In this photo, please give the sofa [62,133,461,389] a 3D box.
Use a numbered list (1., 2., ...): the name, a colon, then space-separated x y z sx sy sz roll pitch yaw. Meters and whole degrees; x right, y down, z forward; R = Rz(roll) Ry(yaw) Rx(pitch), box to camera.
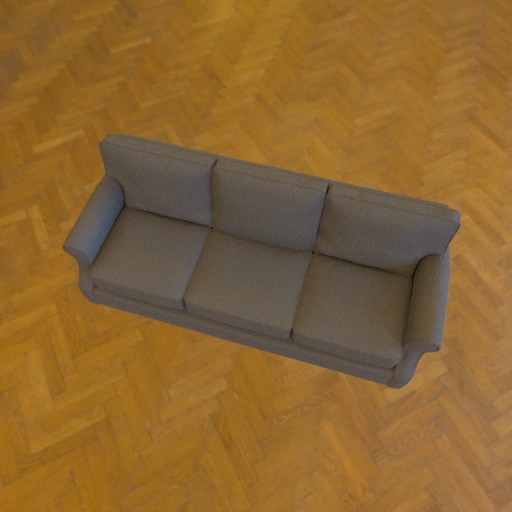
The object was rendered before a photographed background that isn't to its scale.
1. sofa: 0.000 0.000 2.867 2.353 0.948 0.966 14 60 8
